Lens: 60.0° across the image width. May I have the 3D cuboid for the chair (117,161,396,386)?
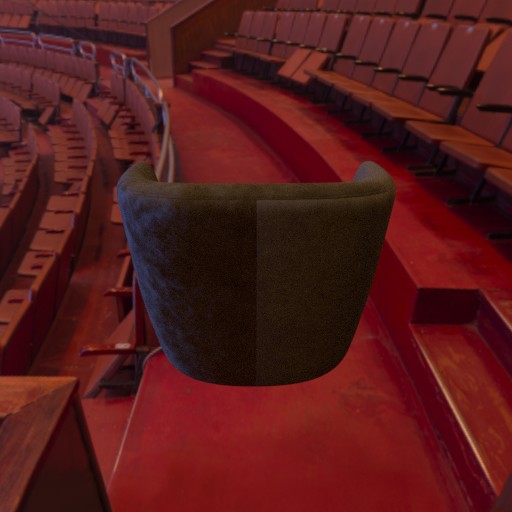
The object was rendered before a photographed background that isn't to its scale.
[{"bbox_3d":[0.000,0.000,1.365,0.773,0.698,0.767,0,29,0],"label":"chair"}]
